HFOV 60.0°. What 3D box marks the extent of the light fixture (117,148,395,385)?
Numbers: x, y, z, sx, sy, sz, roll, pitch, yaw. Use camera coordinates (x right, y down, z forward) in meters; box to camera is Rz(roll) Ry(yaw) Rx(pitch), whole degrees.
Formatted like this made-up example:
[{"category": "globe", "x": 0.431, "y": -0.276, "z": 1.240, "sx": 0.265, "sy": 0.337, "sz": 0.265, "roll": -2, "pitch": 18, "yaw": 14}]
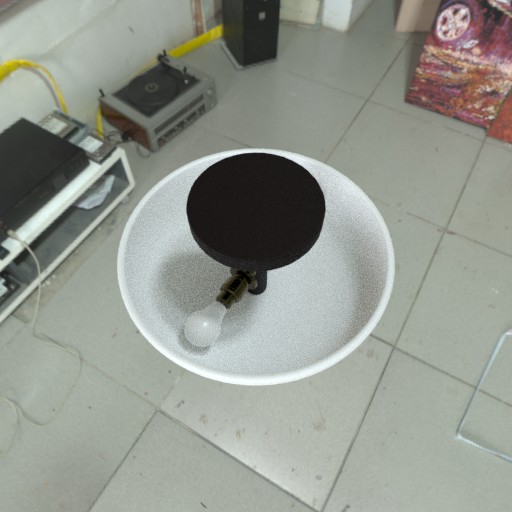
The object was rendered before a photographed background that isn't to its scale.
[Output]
[{"category": "light fixture", "x": 0.000, "y": 0.000, "z": 0.553, "sx": 0.331, "sy": 0.212, "sz": 0.331, "roll": 0, "pitch": 58, "yaw": 0}]
